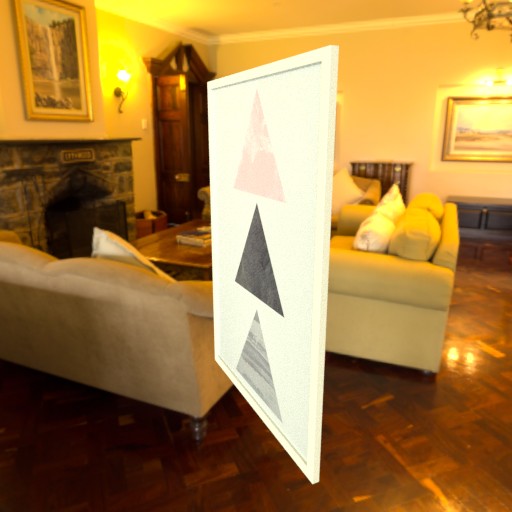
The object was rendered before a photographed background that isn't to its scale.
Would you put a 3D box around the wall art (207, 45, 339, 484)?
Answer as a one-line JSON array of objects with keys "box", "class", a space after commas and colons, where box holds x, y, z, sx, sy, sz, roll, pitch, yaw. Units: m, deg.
[{"box": [0.000, 0.000, 0.835, 0.013, 0.656, 0.456, -7, 17, -24], "class": "wall art"}]
